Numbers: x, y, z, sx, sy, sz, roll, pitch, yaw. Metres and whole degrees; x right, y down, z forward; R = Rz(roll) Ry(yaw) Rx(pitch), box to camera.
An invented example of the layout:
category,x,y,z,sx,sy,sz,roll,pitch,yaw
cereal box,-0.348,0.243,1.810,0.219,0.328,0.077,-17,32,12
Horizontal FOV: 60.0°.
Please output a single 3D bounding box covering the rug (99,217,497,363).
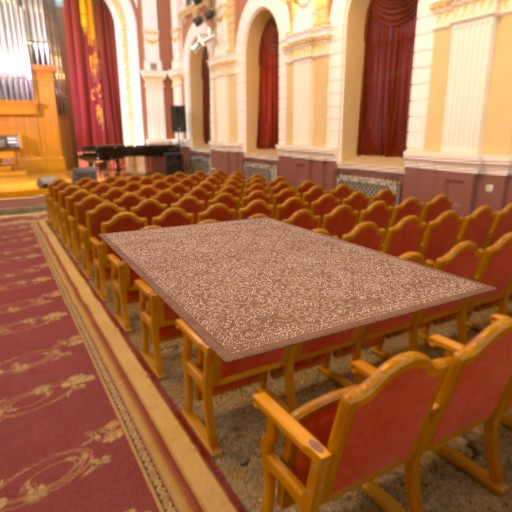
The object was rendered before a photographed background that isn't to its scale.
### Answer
category,x,y,z,sx,sy,sz,roll,pitch,yaw
rug,0.000,0.000,2.838,1.524,0.011,2.286,-9,18,-28
